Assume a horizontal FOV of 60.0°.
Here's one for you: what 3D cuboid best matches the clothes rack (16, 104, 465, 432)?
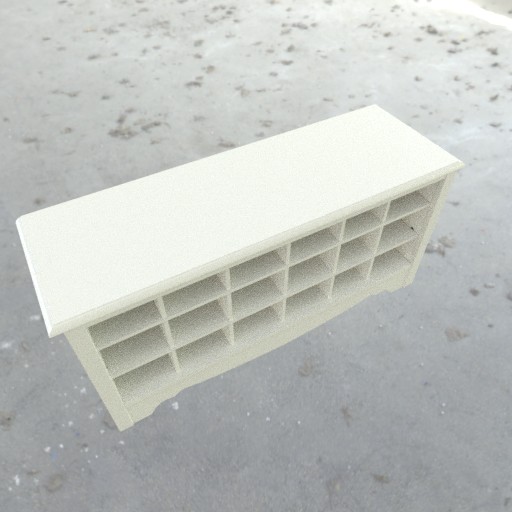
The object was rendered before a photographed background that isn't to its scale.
[{"bbox_3d":[0.000,0.000,1.438,1.218,0.558,0.405,-23,51,-20],"label":"clothes rack"}]
